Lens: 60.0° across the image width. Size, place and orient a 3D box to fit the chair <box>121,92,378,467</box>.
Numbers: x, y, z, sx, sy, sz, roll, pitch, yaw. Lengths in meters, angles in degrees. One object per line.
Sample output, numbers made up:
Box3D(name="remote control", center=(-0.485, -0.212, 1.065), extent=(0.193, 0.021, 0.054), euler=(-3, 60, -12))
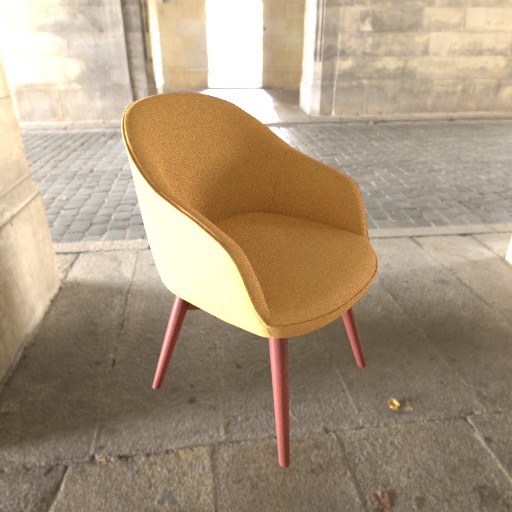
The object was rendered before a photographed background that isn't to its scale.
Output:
Box3D(name="chair", center=(0.000, 0.000, 1.236), extent=(0.635, 0.823, 0.596), euler=(18, 31, 32))
